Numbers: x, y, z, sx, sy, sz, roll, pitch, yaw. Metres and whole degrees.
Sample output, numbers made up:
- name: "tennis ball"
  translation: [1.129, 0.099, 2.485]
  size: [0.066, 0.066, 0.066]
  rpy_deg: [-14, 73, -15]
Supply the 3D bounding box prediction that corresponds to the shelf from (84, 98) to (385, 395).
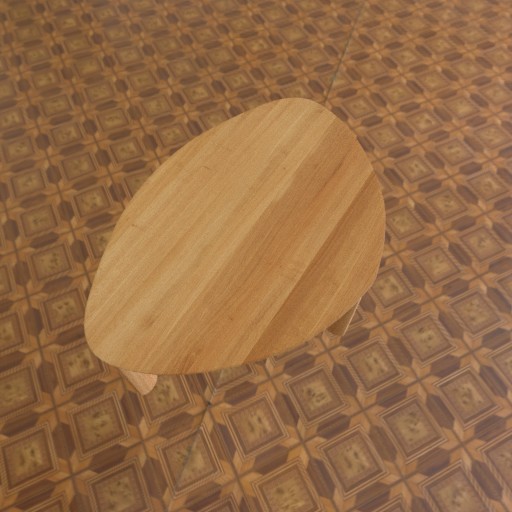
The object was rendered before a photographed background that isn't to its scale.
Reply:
- name: "shelf"
  translation: [0.000, 0.000, 1.651]
  size: [0.845, 0.440, 1.246]
  rpy_deg: [28, 63, 16]
